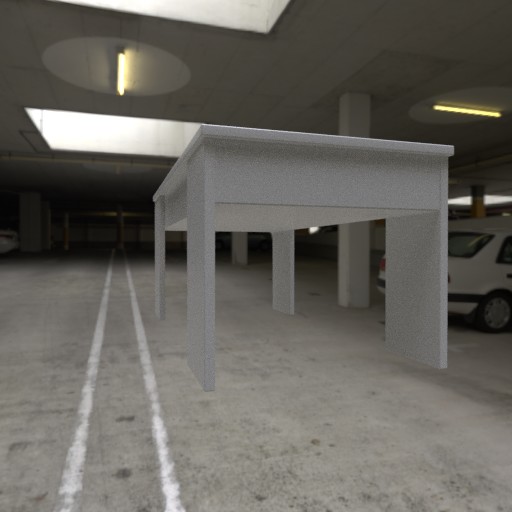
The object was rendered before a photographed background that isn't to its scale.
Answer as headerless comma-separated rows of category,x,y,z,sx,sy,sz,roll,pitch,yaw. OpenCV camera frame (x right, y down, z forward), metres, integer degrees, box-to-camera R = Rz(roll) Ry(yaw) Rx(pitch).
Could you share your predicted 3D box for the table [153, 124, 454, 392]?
table,0.000,0.000,1.273,0.500,0.440,1.000,0,1,-17
